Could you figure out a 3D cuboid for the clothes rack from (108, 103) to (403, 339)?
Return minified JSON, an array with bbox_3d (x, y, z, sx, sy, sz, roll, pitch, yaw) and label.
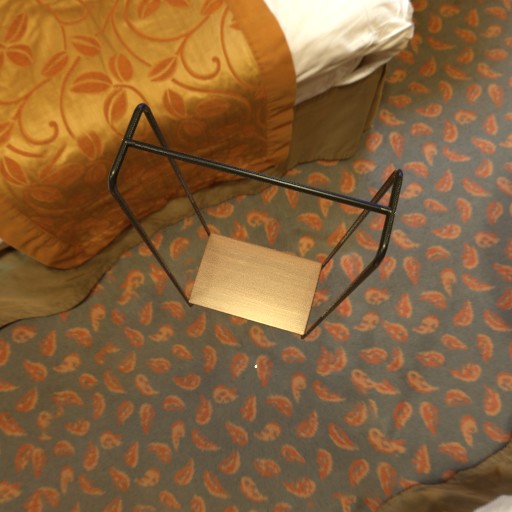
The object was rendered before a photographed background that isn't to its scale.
[{"bbox_3d":[0.000,0.000,1.714,0.640,1.500,0.400,16,77,4],"label":"clothes rack"}]
